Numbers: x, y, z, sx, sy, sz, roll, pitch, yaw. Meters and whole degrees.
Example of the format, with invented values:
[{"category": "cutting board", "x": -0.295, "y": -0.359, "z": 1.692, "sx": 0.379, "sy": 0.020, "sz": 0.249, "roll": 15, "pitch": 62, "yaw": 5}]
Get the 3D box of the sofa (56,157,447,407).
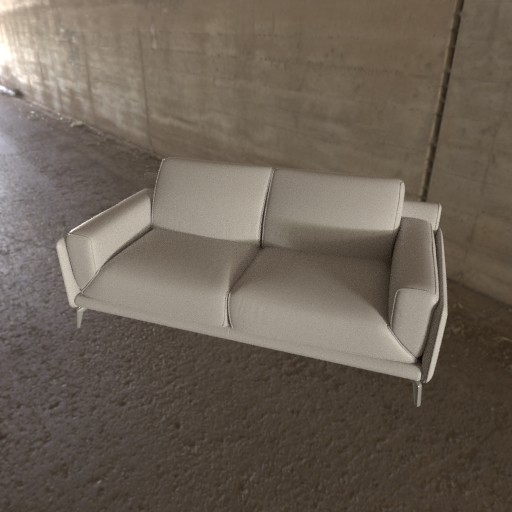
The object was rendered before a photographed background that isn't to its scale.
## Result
[{"category": "sofa", "x": 0.000, "y": 0.000, "z": 2.652, "sx": 2.101, "sy": 0.930, "sz": 1.049, "roll": 9, "pitch": 29, "yaw": 16}]
